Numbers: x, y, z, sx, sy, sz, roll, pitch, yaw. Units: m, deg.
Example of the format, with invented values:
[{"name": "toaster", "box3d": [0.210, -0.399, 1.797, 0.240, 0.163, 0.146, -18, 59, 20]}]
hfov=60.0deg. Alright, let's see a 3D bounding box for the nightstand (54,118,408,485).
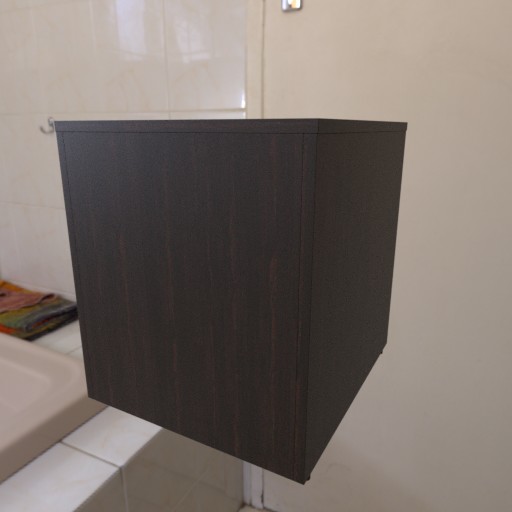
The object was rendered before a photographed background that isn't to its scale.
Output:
[{"name": "nightstand", "box3d": [0.000, 0.000, 0.793, 0.400, 0.460, 0.461, 9, 18, 28]}]
